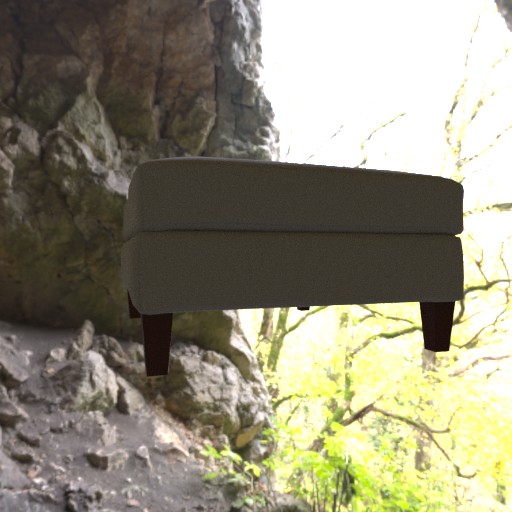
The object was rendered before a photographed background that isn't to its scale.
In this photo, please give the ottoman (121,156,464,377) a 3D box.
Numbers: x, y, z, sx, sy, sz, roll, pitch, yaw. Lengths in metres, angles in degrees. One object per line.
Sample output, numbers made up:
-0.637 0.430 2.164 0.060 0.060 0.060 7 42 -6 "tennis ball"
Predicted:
0.000 0.000 1.458 0.836 0.492 0.976 0 0 -18 "ottoman"
